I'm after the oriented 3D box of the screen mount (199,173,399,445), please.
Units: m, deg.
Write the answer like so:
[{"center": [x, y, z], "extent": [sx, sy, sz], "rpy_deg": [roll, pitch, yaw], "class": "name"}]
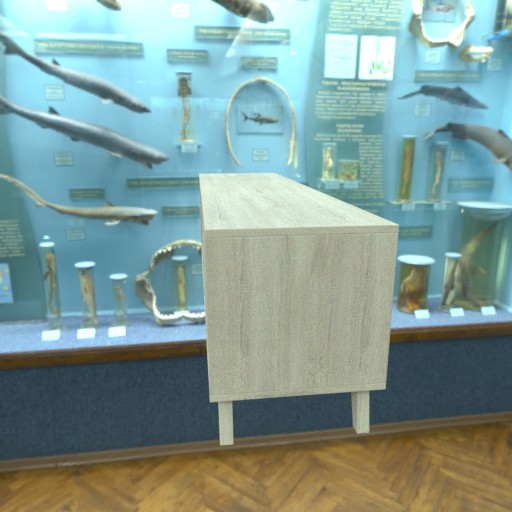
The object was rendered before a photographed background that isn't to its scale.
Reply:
[{"center": [0.000, 0.000, 1.675], "extent": [0.400, 0.510, 1.500], "rpy_deg": [-2, 15, -7], "class": "screen mount"}]
